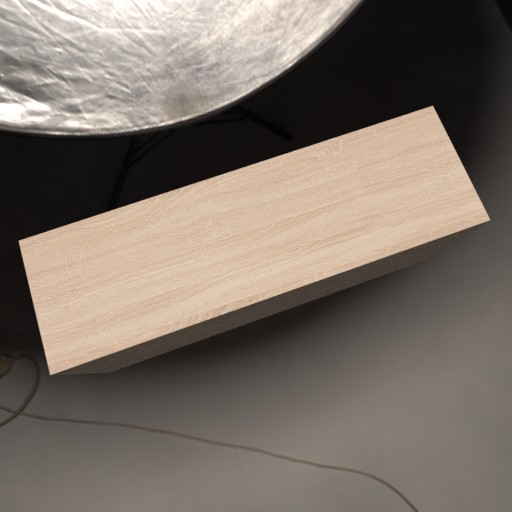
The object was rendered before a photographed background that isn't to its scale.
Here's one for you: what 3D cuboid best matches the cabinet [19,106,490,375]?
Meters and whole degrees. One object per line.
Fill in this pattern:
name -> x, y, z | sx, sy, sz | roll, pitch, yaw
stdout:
cabinet -> 0.000, 0.000, 1.996 | 1.649, 0.780, 0.500 | -19, 77, -5
